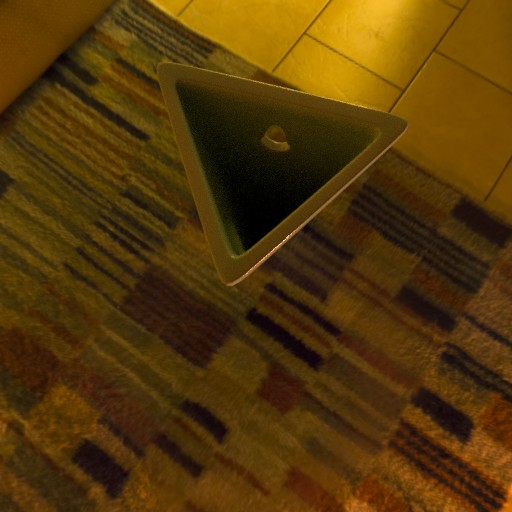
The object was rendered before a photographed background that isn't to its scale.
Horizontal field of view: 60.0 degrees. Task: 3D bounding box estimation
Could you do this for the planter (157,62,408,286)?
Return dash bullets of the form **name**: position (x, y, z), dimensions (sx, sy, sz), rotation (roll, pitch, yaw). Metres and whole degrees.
- **planter**: position (0.000, 0.000, 0.214), dimensions (0.080, 0.178, 0.064), rotation (15, 75, 4)
